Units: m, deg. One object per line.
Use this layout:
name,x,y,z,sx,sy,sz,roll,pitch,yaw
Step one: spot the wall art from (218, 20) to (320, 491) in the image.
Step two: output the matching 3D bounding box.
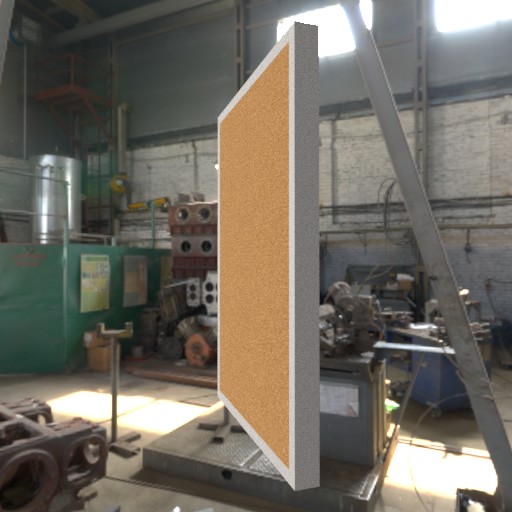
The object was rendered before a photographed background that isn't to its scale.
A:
wall art,0.000,0.000,0.838,0.038,0.657,0.450,0,-1,-19
